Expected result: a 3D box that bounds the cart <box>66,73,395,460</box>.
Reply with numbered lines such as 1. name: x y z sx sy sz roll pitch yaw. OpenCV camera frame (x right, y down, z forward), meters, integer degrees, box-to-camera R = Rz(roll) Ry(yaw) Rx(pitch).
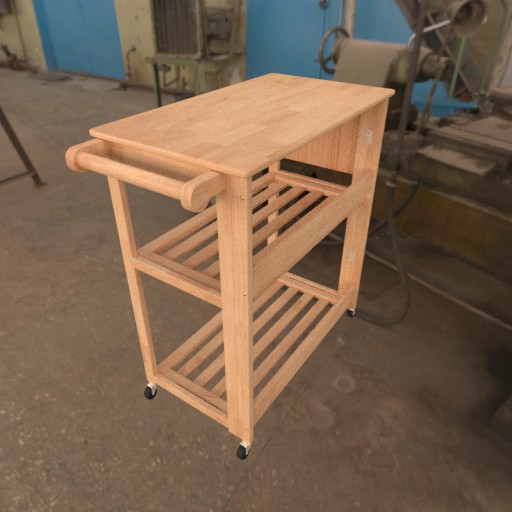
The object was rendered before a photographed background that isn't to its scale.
1. cart: 0.000 0.000 1.352 0.432 0.879 0.853 21 38 28
